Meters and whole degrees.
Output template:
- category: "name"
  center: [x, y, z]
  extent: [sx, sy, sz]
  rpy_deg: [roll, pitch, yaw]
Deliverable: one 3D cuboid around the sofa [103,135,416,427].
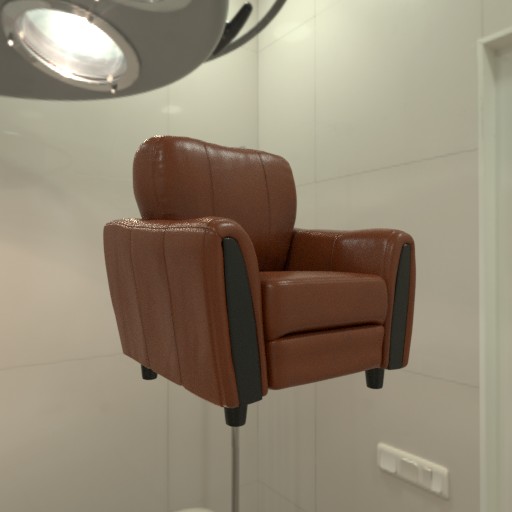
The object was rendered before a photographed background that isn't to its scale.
- category: "sofa"
  center: [0.000, 0.000, 1.547]
  extent: [0.836, 0.876, 0.789]
  rpy_deg: [0, -1, -36]
